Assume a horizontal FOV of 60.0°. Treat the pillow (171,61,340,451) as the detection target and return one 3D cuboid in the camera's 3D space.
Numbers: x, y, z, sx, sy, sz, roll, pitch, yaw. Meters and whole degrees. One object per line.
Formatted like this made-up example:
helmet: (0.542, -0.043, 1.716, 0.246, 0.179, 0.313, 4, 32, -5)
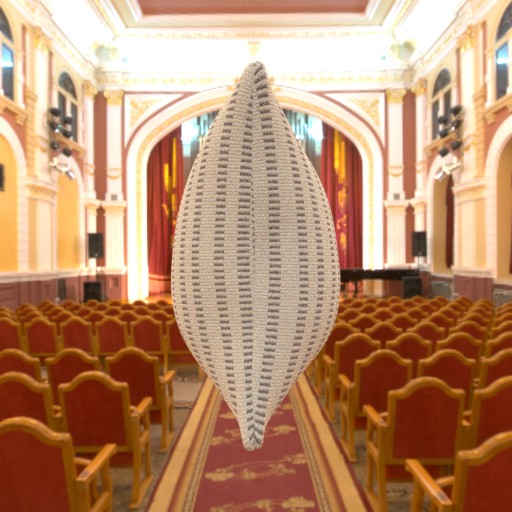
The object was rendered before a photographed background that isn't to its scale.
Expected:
pillow: (0.000, 0.000, 0.686, 0.247, 0.419, 0.438, 0, 0, 0)
